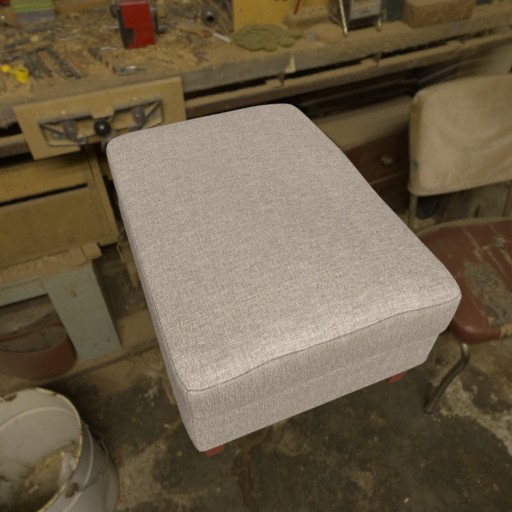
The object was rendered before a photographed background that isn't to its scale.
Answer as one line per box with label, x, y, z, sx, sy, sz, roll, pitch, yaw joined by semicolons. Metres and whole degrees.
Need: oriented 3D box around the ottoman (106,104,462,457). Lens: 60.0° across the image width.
ottoman;0.000;0.000;1.243;0.639;0.494;0.873;-16;49;-15
